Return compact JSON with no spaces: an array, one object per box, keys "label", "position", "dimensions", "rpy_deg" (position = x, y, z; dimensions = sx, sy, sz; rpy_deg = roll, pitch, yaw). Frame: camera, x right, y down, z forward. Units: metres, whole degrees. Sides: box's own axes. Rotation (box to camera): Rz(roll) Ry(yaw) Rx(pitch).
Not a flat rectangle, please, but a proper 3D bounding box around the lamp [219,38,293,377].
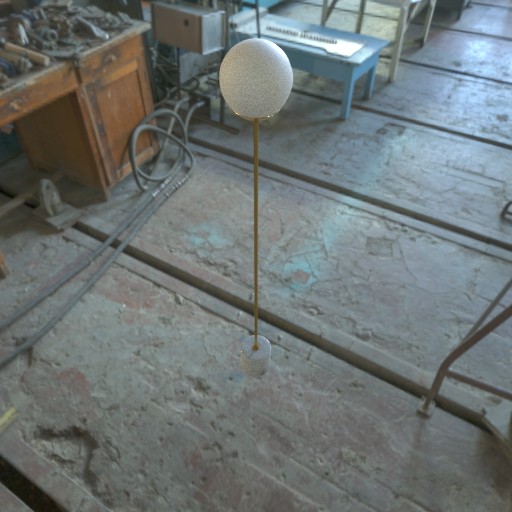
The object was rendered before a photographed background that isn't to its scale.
[{"label":"lamp","position":[0.000,0.000,1.890],"dimensions":[0.224,1.753,0.224],"rpy_deg":[-10,46,-10]}]
